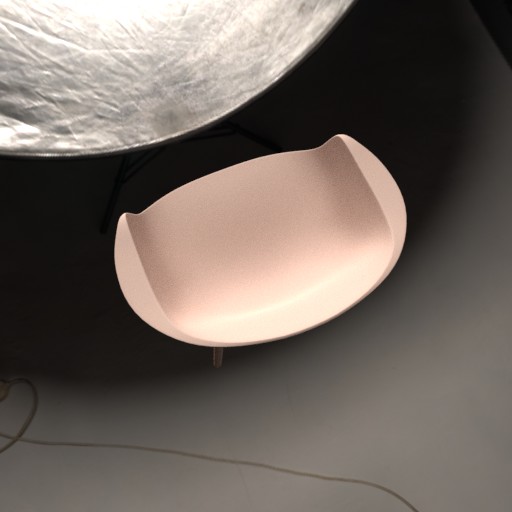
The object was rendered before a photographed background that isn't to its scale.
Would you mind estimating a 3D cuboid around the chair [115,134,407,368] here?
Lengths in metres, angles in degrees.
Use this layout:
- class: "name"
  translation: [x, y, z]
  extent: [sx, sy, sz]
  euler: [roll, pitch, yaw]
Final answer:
- class: "chair"
  translation: [0.000, 0.000, 1.175]
  extent: [0.593, 0.781, 0.504]
  euler: [-21, 76, -6]
